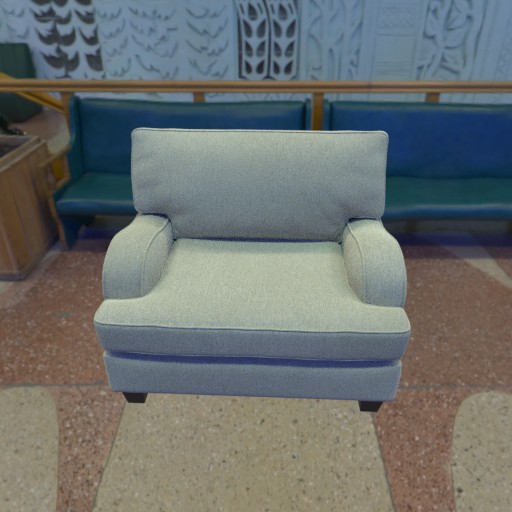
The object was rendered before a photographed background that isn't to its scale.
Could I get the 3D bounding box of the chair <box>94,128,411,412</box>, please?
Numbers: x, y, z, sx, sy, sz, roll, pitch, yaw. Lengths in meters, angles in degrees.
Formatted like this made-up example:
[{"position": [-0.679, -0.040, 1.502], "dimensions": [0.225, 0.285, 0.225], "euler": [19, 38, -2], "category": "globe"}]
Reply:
[{"position": [0.000, 0.000, 2.052], "dimensions": [1.220, 1.016, 1.041], "euler": [1, 31, 2], "category": "chair"}]
